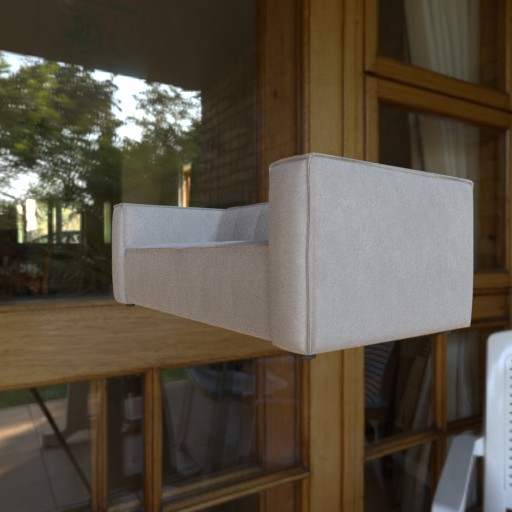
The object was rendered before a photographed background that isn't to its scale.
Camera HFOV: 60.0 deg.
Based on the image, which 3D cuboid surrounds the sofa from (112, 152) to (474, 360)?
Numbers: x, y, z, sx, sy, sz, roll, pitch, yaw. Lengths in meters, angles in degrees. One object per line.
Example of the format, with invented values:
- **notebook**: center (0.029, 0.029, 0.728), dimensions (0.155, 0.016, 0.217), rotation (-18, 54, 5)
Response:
- **sofa**: center (0.000, 0.000, 2.462), dimensions (1.038, 0.680, 1.995), rotation (0, 1, -35)
